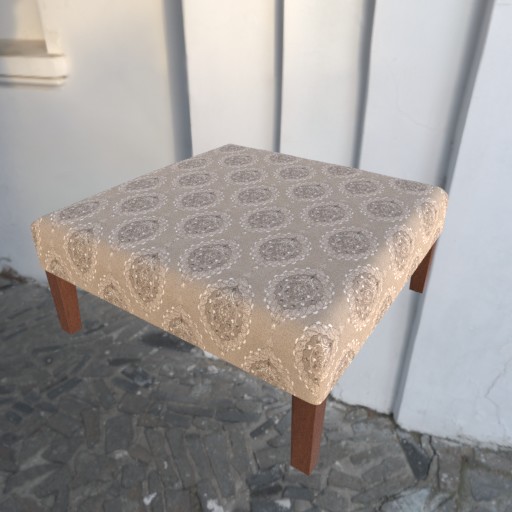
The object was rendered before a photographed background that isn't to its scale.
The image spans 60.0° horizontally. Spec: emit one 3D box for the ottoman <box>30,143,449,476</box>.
[{"bbox_3d":[0.000,0.000,1.374,0.889,0.411,0.890,19,35,29],"label":"ottoman"}]
